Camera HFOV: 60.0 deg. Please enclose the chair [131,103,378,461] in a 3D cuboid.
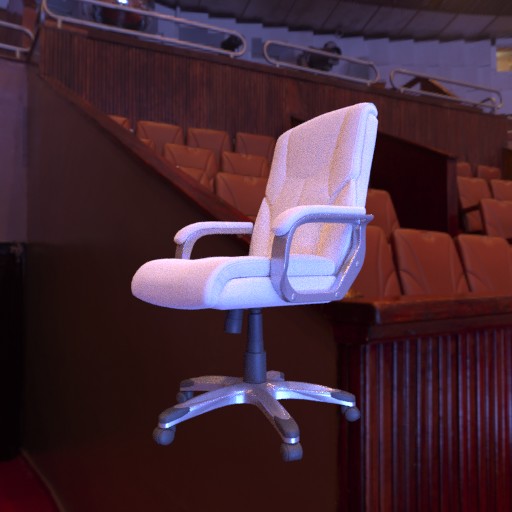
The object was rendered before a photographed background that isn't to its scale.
[{"bbox_3d":[0.000,0.000,1.531,0.738,1.120,0.687,1,-2,-37],"label":"chair"}]
